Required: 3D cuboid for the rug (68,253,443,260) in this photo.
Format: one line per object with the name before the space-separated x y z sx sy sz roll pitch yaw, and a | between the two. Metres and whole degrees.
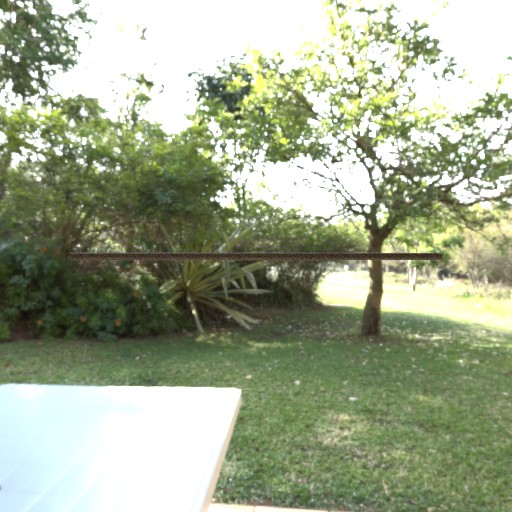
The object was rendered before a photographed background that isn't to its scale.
rug | 0.000 0.000 3.000 1.524 0.030 2.438 0 0 0
